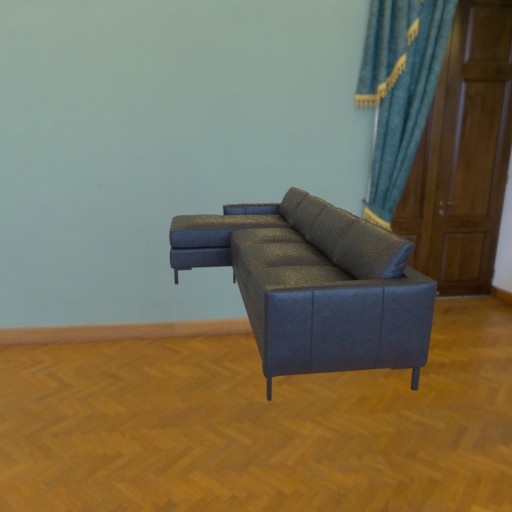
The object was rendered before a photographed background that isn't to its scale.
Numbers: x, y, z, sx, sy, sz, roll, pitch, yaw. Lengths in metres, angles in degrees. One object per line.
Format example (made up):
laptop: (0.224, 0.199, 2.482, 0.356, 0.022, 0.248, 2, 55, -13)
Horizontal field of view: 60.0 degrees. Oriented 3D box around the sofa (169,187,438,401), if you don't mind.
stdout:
sofa: (0.000, 0.000, 3.638, 1.471, 0.859, 2.993, -2, 15, -8)
